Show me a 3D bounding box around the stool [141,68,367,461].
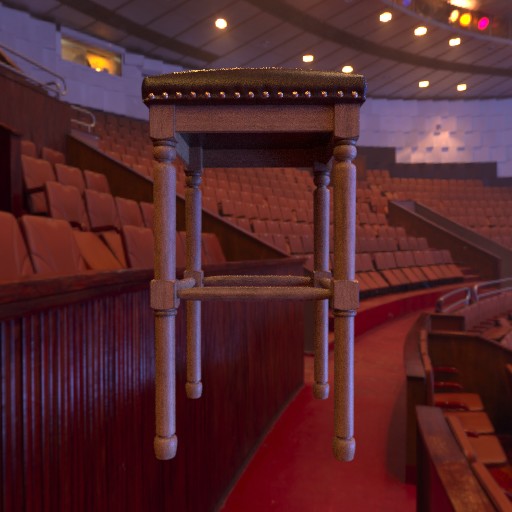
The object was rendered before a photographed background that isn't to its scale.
[{"bbox_3d":[0.000,0.000,0.934,0.383,0.702,0.382,0,1,1],"label":"stool"}]
